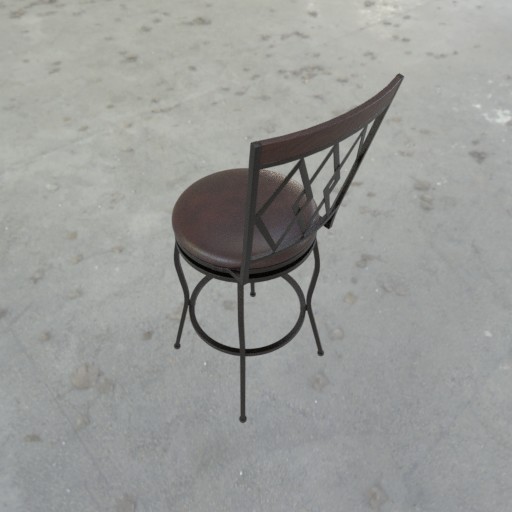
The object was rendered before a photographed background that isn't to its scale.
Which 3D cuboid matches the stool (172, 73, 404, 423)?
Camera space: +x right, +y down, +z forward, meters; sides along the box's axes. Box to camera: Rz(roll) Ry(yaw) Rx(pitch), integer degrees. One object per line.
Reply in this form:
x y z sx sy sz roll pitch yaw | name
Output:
0.000 0.000 1.344 0.432 1.134 0.521 -32 53 -28 | stool
